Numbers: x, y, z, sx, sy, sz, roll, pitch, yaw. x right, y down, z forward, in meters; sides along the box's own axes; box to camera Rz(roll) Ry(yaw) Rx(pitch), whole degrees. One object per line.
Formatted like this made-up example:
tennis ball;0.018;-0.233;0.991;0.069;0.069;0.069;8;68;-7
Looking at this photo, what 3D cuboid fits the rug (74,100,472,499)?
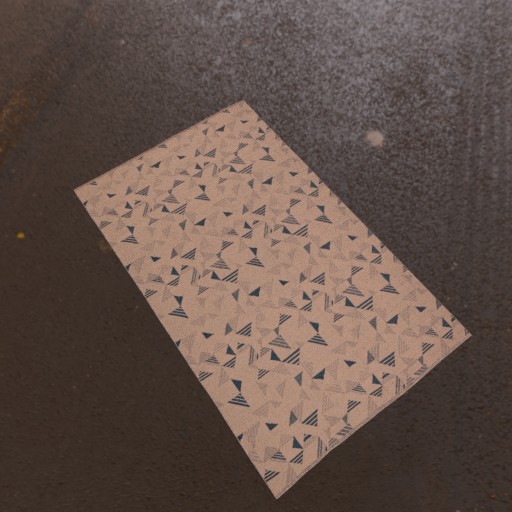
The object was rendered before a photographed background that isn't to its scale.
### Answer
rug;0.000;0.000;2.981;1.512;0.009;2.457;-33;68;-15
